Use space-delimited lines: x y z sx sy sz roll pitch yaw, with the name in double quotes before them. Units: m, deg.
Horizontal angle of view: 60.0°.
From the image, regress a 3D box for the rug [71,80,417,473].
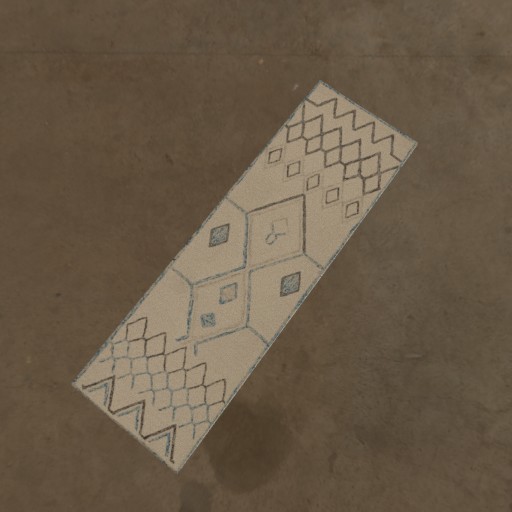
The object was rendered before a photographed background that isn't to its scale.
"rug" 0.000 0.000 2.663 0.770 0.013 2.434 36 79 8
